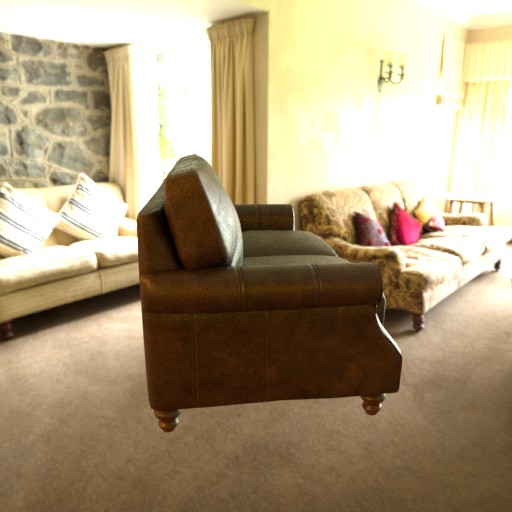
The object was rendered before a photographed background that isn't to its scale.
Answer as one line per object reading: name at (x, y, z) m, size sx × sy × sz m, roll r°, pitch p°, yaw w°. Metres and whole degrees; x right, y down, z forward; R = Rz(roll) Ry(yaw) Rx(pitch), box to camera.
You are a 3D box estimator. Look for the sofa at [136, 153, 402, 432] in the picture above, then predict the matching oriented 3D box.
sofa at (0.000, 0.000, 2.249) m, size 0.990 × 0.976 × 1.616 m, roll -2°, pitch 15°, yaw -7°
